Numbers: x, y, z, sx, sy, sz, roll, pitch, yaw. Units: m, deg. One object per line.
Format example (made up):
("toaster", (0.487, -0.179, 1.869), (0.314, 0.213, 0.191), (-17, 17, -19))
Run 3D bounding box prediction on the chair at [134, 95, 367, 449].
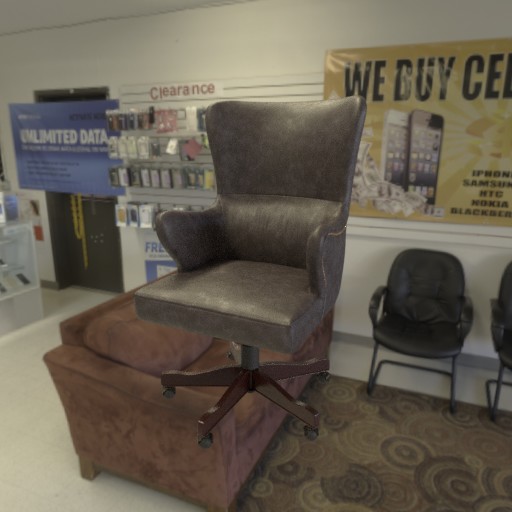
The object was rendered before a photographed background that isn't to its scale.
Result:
("chair", (0.000, 0.000, 1.485), (0.594, 1.037, 0.717), (8, 17, 26))
